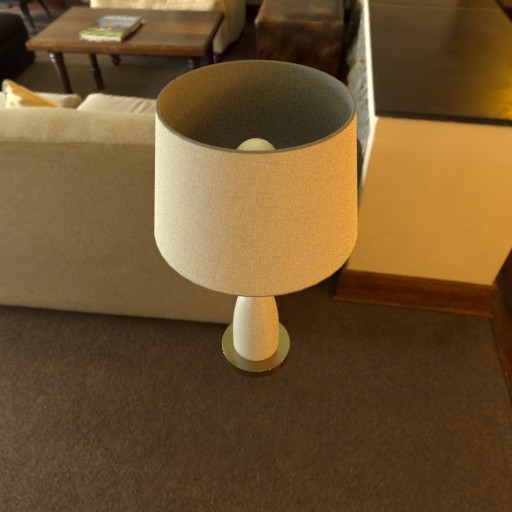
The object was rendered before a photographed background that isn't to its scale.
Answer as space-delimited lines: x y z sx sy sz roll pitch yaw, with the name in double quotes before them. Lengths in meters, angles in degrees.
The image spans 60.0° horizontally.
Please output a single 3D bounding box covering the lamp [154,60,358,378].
"lamp" 0.000 0.000 0.737 0.309 0.545 0.309 0 45 0
